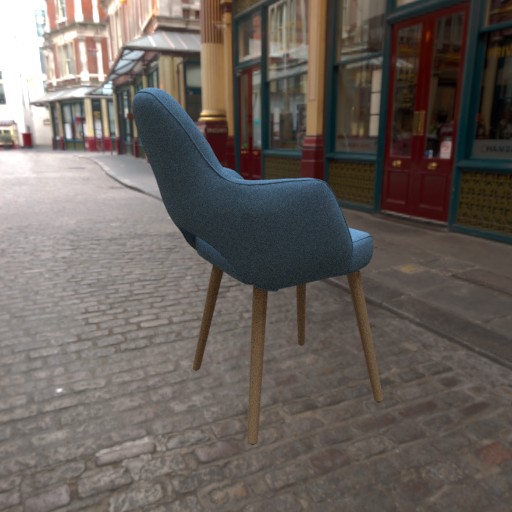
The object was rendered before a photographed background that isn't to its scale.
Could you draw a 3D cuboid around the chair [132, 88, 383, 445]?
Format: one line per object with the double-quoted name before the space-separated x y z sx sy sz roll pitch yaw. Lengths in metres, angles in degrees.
"chair" 0.000 0.000 1.339 0.666 0.920 0.589 -7 16 -26
